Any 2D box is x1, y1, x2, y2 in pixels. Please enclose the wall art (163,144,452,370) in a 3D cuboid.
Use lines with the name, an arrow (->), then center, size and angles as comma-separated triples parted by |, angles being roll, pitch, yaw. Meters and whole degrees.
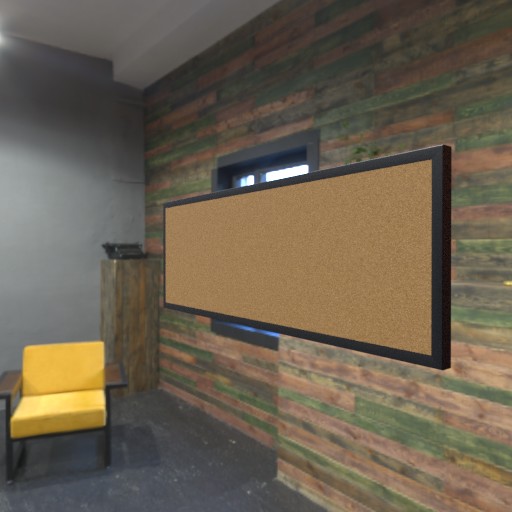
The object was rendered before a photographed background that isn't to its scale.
wall art -> 0.000, 0.000, 1.725 | 0.041, 0.554, 1.572 | 0, 0, -37
